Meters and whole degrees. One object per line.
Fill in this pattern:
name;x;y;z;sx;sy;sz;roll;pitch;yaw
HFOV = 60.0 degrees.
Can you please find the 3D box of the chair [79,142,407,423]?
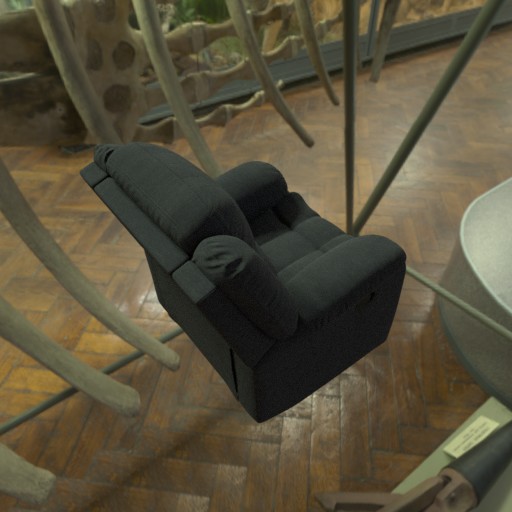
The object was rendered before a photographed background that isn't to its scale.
chair;0.000;0.000;1.736;0.944;1.008;0.899;-26;47;-27
